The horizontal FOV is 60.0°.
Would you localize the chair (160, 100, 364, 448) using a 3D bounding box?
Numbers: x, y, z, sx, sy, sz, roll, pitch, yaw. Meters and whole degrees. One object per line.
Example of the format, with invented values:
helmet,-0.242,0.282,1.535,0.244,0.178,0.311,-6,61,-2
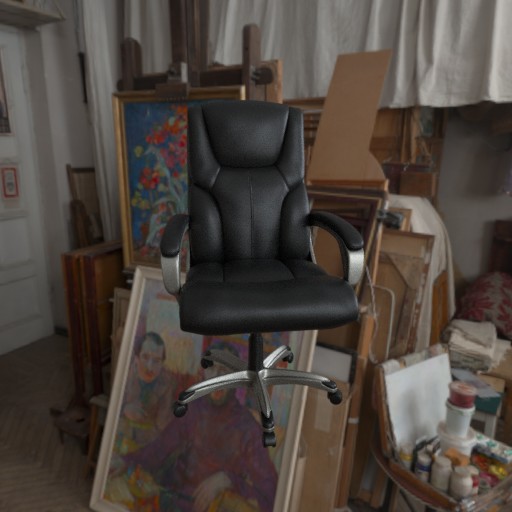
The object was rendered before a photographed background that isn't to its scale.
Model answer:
chair,0.000,0.000,1.641,0.663,1.155,0.739,-2,14,-8
